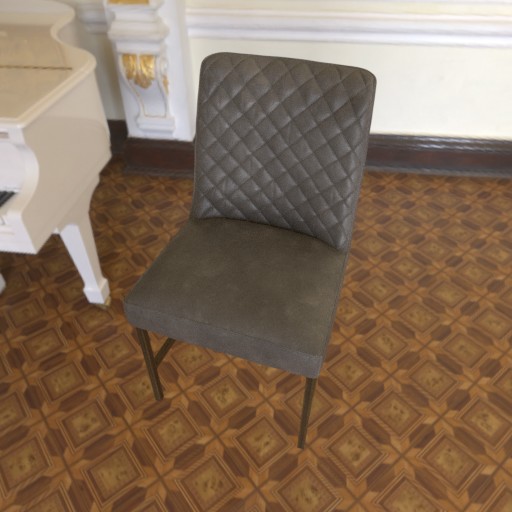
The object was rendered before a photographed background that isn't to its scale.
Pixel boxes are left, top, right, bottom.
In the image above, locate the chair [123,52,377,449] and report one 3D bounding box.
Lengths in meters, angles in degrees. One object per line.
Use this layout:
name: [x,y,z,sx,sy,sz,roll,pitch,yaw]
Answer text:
chair: [0.000,0.000,1.229,0.508,0.889,0.587,13,43,14]
